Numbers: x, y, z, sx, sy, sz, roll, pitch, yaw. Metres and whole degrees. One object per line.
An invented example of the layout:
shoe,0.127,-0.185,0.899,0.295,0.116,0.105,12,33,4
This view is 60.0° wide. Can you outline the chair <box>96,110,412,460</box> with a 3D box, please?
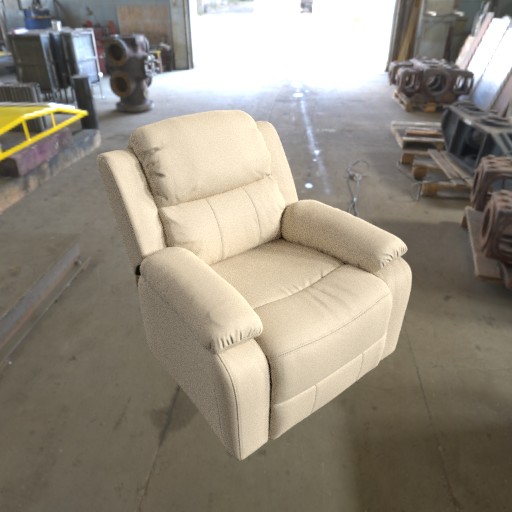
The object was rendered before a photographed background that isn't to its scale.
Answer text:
chair,0.000,0.000,1.288,0.680,0.702,0.709,-23,38,-33
